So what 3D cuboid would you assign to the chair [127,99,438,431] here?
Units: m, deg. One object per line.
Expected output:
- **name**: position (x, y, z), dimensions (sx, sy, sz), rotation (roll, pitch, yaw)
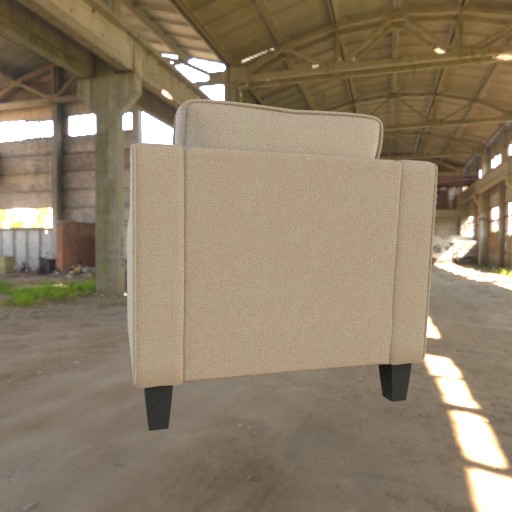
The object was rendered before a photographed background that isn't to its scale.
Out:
- **chair**: position (0.000, 0.000, 1.667), dimensions (0.922, 0.948, 0.882), rotation (0, 1, -17)
